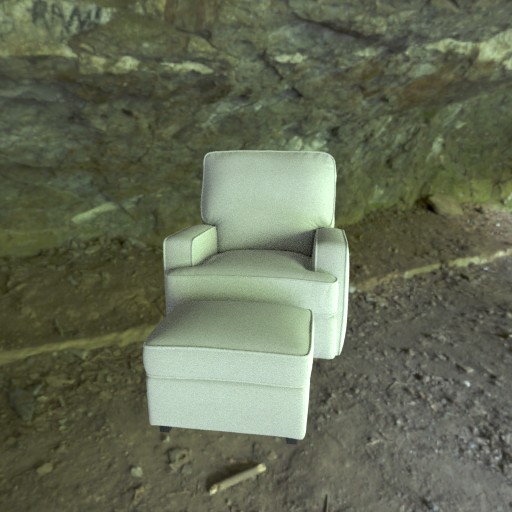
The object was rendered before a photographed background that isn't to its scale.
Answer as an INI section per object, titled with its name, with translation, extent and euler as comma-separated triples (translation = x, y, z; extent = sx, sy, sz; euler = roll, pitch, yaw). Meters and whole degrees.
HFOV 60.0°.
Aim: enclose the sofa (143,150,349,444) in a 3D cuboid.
[sofa]
translation = 0.000, 0.000, 2.072
extent = 0.861, 0.959, 1.472
euler = 2, 14, 8
